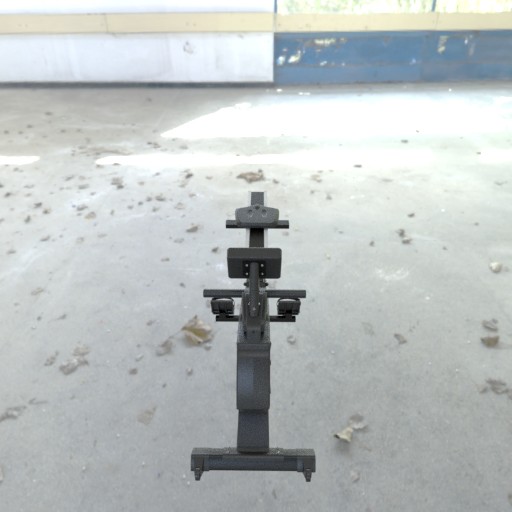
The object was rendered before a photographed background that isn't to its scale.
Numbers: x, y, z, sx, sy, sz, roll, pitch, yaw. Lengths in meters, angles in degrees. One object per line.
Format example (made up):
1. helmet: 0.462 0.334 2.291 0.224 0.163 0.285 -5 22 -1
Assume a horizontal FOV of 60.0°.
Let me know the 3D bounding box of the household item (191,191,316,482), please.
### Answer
1. household item: 0.000 0.000 2.550 0.521 0.810 2.251 0 32 1
